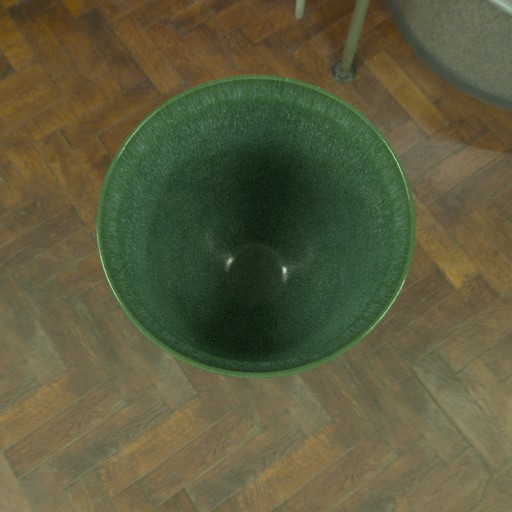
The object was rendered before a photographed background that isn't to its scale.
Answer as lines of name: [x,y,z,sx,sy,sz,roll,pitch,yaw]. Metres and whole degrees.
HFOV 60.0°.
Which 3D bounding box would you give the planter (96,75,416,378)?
planter: [0.000,0.000,0.373,0.195,0.214,0.195,0,76,0]
